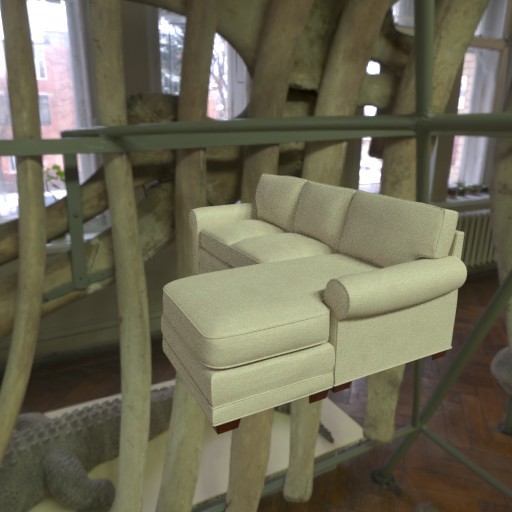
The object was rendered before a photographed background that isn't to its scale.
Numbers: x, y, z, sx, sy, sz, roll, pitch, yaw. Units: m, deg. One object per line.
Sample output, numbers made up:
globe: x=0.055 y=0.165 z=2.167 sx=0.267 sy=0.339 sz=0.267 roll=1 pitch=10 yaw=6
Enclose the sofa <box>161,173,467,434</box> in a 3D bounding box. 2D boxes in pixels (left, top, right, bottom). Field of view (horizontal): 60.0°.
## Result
sofa: x=0.000 y=0.000 z=2.419 sx=1.226 sy=0.734 sz=1.770 roll=-9 pitch=19 yaw=-26
